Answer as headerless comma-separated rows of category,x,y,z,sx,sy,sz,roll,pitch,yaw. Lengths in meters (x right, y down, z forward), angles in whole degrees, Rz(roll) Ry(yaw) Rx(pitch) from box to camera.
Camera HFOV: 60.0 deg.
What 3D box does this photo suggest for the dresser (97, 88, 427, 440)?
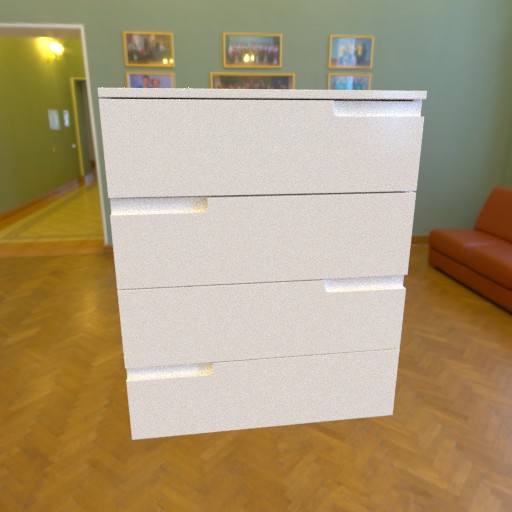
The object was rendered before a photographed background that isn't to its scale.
dresser,0.000,0.000,1.169,0.650,0.800,0.400,-2,17,-8
